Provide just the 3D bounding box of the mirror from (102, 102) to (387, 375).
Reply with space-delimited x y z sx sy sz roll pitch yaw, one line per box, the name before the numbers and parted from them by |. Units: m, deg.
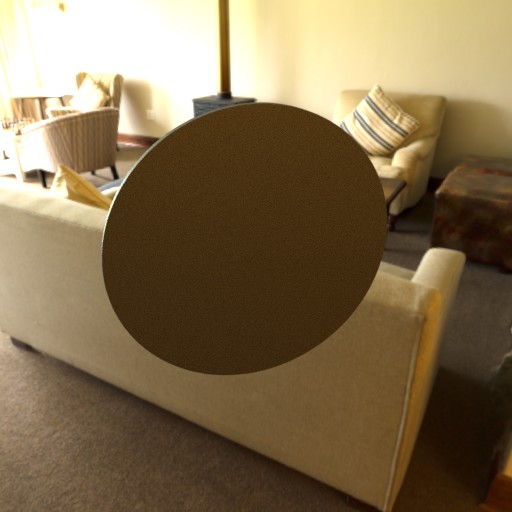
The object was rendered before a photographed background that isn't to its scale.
mirror | 0.000 0.000 1.638 1.077 1.077 0.036 -8 28 -15
